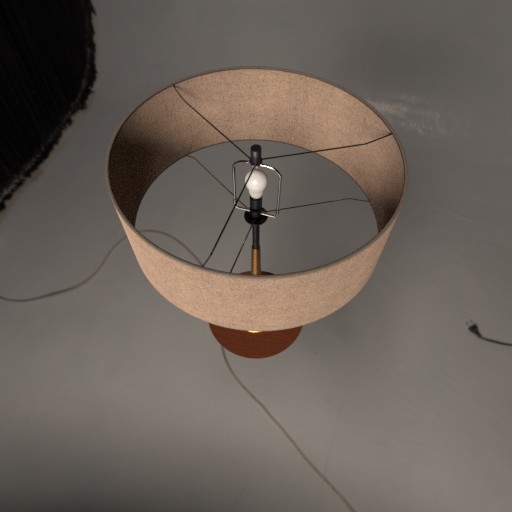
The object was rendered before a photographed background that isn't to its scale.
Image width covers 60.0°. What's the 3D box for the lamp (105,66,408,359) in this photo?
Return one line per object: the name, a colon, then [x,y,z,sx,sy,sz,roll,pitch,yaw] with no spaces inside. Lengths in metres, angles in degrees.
lamp: [0.000,0.000,0.840,0.417,0.551,0.396,15,59,9]
